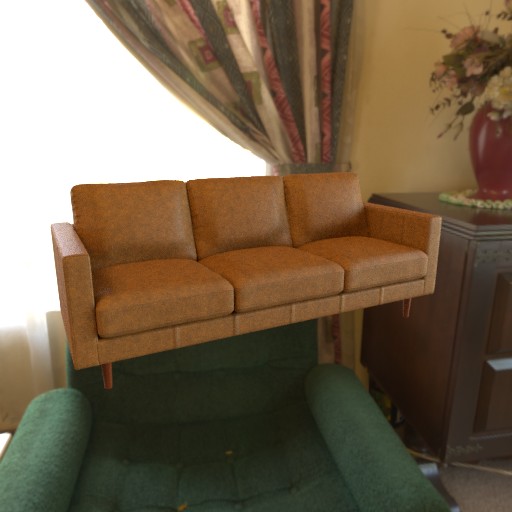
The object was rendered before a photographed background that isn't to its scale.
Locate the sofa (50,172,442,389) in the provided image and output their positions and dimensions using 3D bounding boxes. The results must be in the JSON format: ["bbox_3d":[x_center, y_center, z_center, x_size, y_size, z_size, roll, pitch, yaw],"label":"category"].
[{"bbox_3d":[0.000,0.000,2.733,2.231,0.930,0.903,-7,16,-26],"label":"sofa"}]
